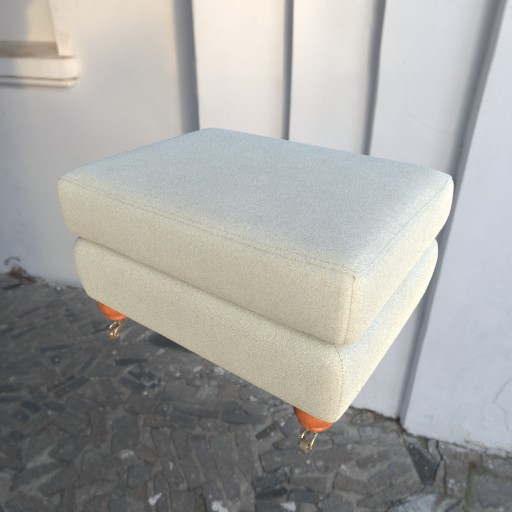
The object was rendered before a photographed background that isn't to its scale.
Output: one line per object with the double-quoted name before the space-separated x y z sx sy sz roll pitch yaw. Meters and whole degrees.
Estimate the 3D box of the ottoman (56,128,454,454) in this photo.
"ottoman" 0.000 0.000 1.113 0.773 0.499 0.569 20 35 30
